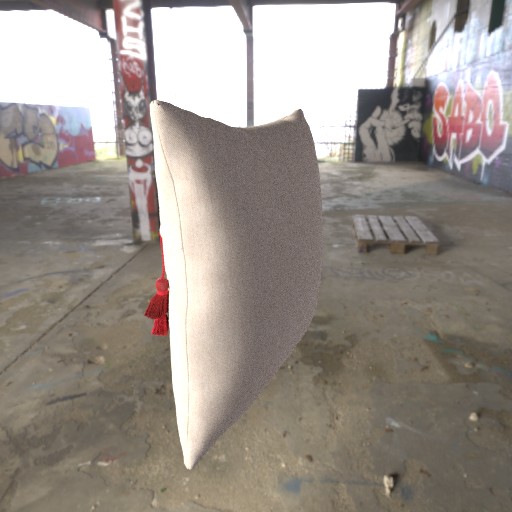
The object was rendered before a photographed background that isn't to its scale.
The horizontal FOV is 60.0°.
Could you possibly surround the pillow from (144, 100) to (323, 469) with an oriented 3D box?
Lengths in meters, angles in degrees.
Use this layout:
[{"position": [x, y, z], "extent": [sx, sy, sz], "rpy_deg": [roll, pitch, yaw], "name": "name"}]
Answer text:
[{"position": [0.000, 0.000, 0.677], "extent": [0.173, 0.436, 0.433], "rpy_deg": [8, 19, 23], "name": "pillow"}]
